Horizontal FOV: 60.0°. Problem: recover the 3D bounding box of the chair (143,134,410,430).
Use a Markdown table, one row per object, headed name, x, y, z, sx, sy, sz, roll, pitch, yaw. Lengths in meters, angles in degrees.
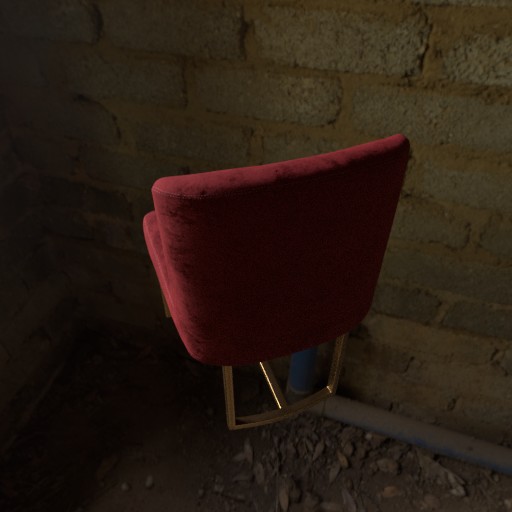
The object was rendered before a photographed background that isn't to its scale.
| name | x | y | z | sx | sy | sz | roll | pitch | yaw |
| --- | --- | --- | --- | --- | --- | --- | --- | --- | --- |
| chair | 0.000 | 0.000 | 1.183 | 0.530 | 0.824 | 0.560 | -14 | 43 | -15 |
